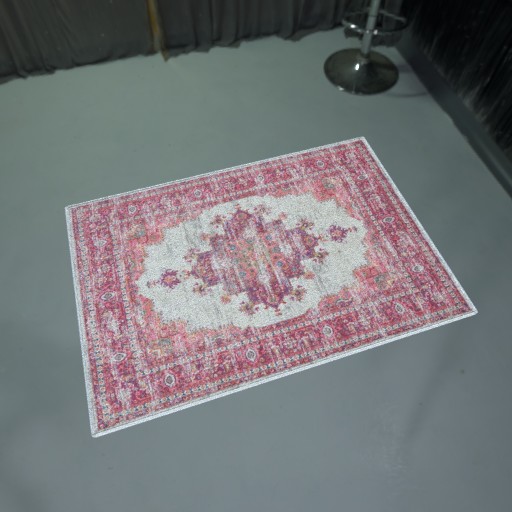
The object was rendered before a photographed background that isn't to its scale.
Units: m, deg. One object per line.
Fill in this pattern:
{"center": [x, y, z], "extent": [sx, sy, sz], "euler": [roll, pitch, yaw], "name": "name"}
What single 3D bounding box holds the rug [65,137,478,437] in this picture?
{"center": [0.000, 0.000, 2.196], "extent": [1.747, 0.011, 1.217], "euler": [-15, 59, -10], "name": "rug"}
